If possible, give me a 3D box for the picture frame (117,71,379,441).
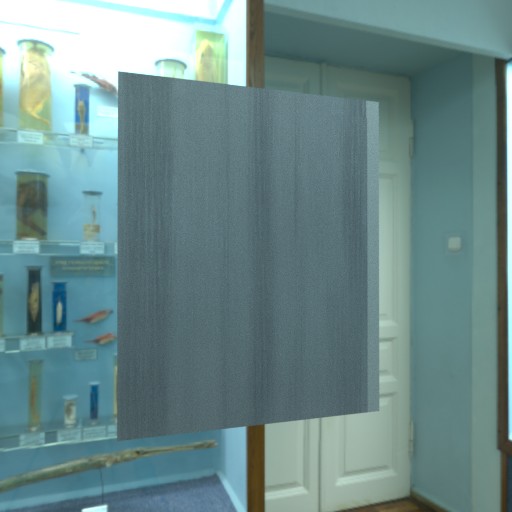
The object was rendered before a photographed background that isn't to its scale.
[{"bbox_3d":[0.000,0.000,0.753,0.449,0.555,0.046,0,0,-17],"label":"picture frame"}]
